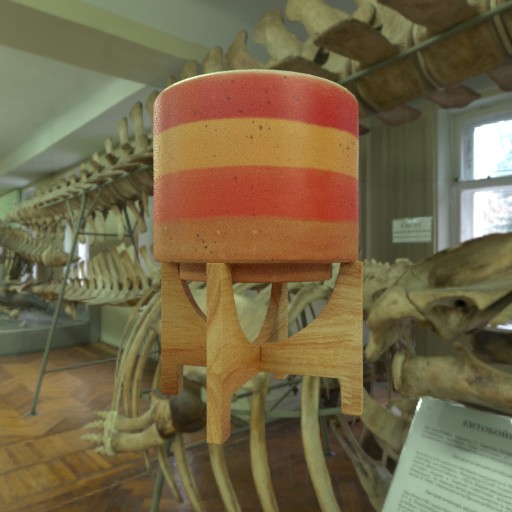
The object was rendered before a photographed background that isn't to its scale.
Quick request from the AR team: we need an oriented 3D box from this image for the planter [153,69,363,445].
[{"bbox_3d":[0.000,0.000,0.573,0.269,0.379,0.269,0,0,0],"label":"planter"}]
